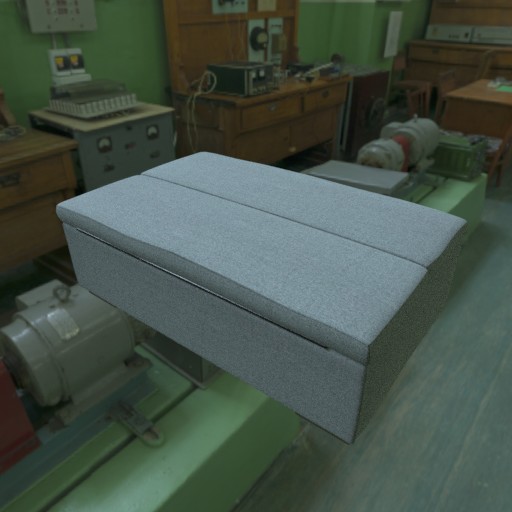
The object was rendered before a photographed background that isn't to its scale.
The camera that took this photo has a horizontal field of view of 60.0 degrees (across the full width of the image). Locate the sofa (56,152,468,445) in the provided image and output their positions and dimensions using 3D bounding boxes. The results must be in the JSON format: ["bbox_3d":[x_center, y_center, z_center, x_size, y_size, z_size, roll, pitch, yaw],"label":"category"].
[{"bbox_3d":[0.000,0.000,1.650,1.250,0.434,0.817,21,37,31],"label":"sofa"}]
